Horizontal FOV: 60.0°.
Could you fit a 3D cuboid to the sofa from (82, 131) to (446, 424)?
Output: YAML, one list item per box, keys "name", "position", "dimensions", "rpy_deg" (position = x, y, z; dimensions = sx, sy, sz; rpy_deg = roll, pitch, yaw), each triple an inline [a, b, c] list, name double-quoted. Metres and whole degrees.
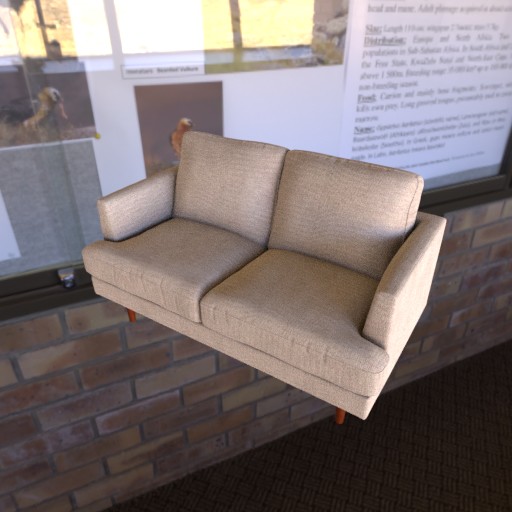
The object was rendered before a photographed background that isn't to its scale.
- name: "sofa"
  position: [0.000, 0.000, 2.199]
  dimensions: [1.582, 0.944, 0.903]
  rpy_deg: [18, 35, 28]
